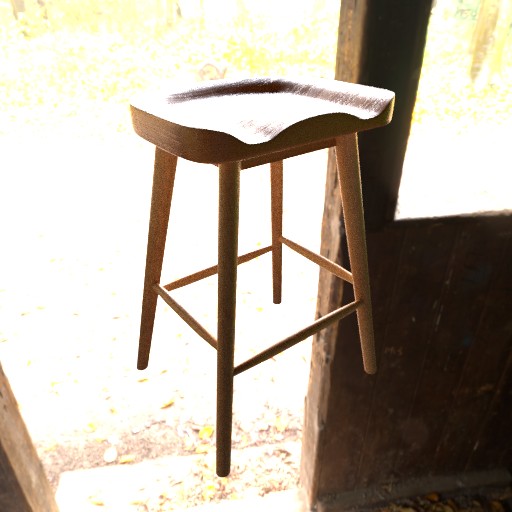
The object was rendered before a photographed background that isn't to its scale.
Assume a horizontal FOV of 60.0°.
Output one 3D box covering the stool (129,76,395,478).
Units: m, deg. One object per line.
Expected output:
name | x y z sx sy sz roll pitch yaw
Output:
stool | 0.000 0.000 0.879 0.440 0.615 0.361 -22 37 -32
